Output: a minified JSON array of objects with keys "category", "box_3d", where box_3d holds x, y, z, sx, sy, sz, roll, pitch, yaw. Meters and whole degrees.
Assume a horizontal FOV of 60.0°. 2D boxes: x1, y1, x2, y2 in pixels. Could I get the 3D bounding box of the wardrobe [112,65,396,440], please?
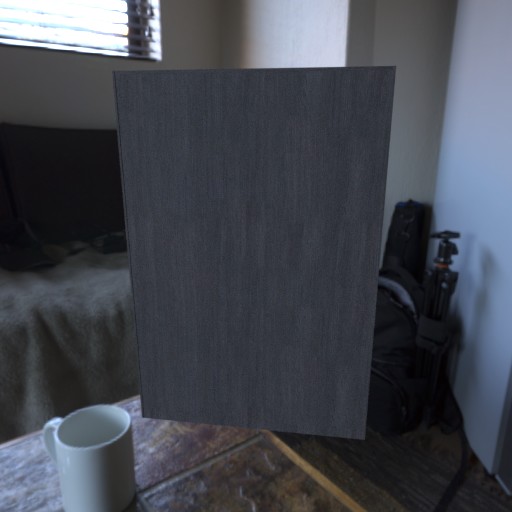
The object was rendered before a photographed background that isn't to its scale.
[{"category":"wardrobe","box_3d":[0.000,0.000,2.503,1.290,1.910,0.510,2,17,8]}]
